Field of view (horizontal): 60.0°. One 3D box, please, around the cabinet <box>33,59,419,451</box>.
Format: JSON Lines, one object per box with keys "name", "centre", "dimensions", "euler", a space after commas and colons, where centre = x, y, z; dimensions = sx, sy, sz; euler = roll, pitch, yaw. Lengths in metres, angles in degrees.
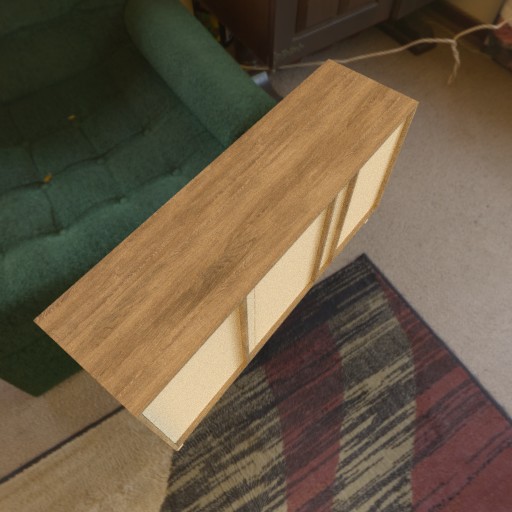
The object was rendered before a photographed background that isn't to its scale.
{"name": "cabinet", "centre": [0.000, 0.000, 1.965], "dimensions": [0.450, 0.870, 1.600], "euler": [35, 65, 18]}
